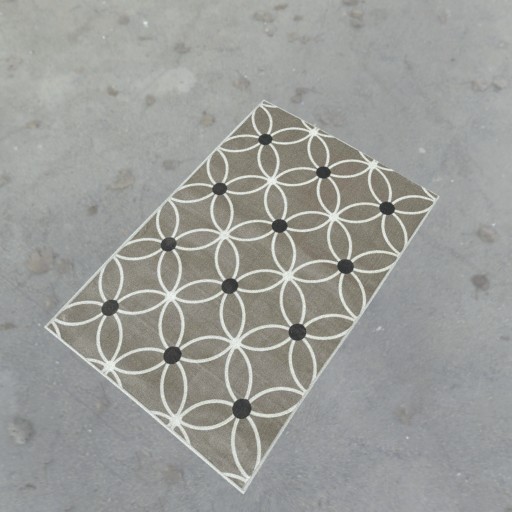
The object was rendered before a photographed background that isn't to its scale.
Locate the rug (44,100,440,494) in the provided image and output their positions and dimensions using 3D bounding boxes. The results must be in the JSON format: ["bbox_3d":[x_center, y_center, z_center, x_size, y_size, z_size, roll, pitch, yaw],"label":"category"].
[{"bbox_3d":[0.000,0.000,2.886,1.522,0.008,2.284,33,69,15],"label":"rug"}]
